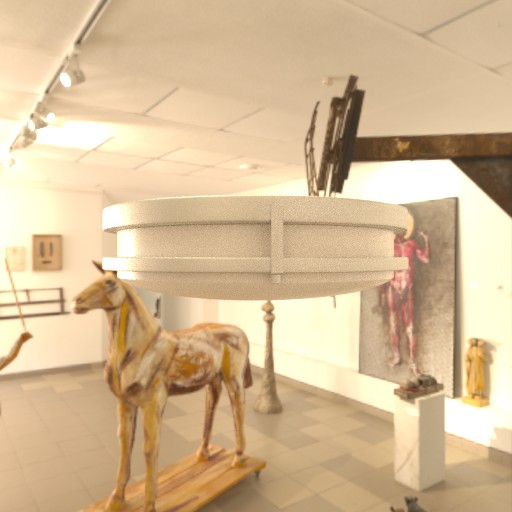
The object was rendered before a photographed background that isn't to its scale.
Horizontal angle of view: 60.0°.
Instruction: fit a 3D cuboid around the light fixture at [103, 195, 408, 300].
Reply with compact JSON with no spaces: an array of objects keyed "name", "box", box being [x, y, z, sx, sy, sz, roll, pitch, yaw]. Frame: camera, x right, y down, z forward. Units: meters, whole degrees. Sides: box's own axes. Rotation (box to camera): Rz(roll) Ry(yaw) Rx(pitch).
[{"name":"light fixture","box":[0.000,0.000,0.544,0.356,0.102,0.356,0,0,0]}]
